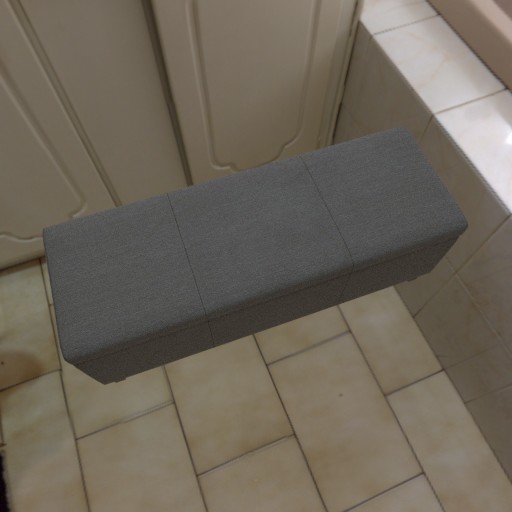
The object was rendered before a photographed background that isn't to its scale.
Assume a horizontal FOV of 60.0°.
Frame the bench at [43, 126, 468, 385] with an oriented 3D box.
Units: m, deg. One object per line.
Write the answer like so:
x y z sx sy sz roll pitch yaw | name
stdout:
0.000 0.000 1.539 1.269 0.438 0.446 -18 65 -9 | bench
